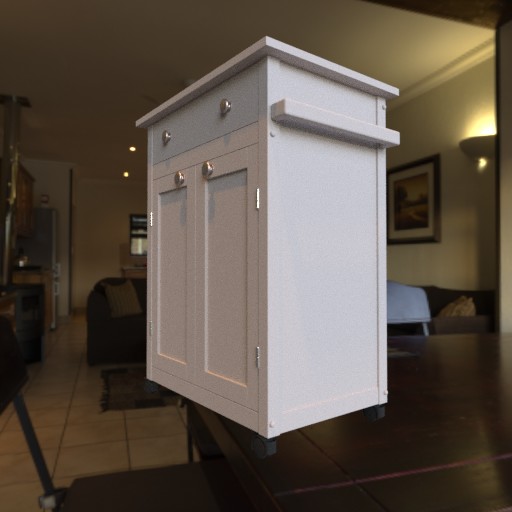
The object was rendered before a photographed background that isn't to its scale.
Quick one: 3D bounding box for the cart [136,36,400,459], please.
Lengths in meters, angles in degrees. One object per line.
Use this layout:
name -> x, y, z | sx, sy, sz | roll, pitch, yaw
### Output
cart -> 0.000, 0.000, 1.267 | 0.442, 0.864, 0.683 | 1, -1, -37
